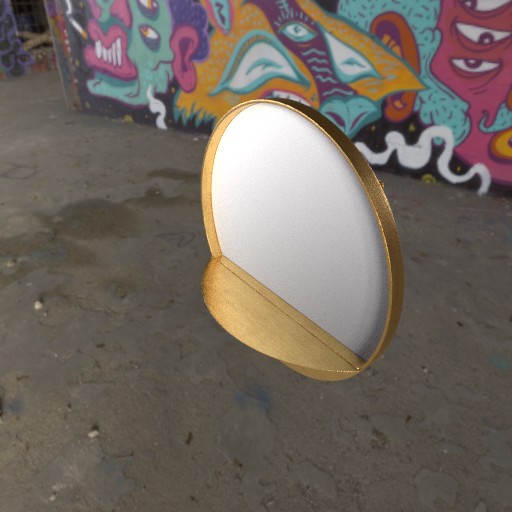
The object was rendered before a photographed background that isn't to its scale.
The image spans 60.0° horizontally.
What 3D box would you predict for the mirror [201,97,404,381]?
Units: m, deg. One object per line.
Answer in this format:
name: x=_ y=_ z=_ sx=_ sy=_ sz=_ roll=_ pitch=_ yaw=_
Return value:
mirror: x=0.000 y=0.000 z=0.696 sx=0.133 sy=0.457 sz=0.457 roll=-21 pitch=37 yaw=-31
